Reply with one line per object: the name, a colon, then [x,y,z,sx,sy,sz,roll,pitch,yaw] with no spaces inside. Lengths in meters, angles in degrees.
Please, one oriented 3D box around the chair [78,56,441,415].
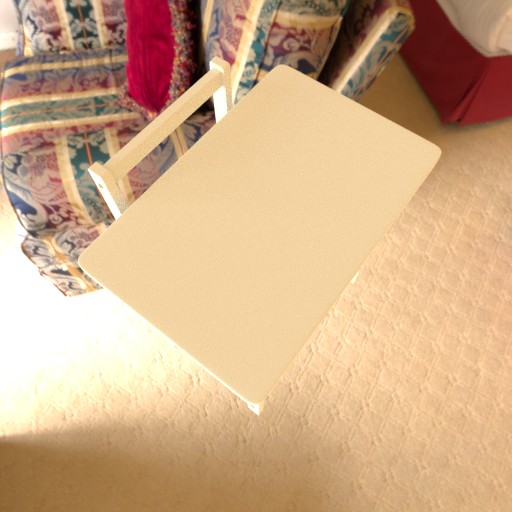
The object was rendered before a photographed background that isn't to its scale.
chair: [0.000,0.000,1.054,0.461,0.673,0.599,35,69,15]
